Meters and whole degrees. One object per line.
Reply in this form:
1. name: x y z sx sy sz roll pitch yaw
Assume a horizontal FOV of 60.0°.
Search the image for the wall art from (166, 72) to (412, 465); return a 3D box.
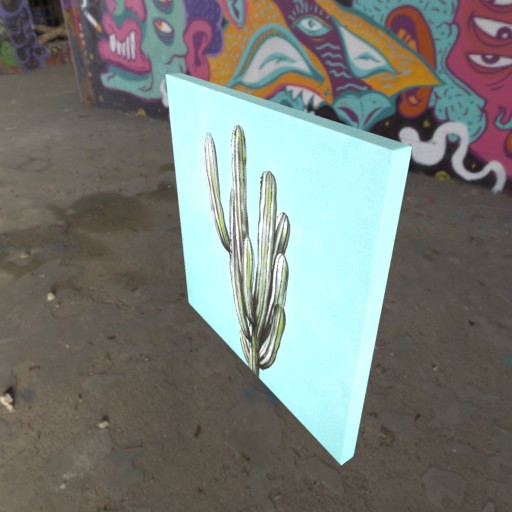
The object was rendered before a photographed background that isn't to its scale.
1. wall art: 0.000 0.000 1.572 0.070 1.073 1.071 -21 37 -30
